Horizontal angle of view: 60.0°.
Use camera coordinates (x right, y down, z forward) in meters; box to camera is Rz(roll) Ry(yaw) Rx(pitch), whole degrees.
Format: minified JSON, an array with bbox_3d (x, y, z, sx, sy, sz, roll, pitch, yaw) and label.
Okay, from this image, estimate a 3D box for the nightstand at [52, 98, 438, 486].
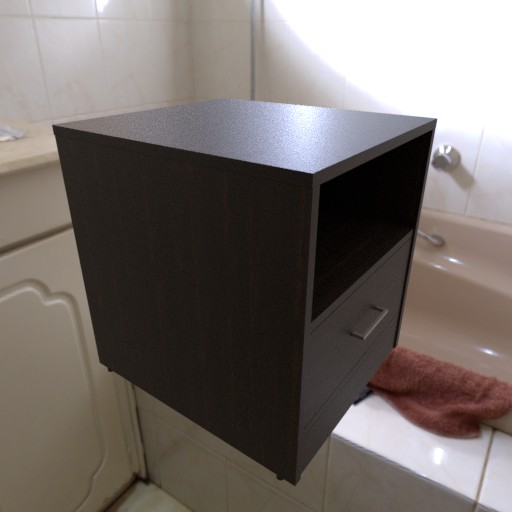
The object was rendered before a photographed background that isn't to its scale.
[{"bbox_3d":[0.000,0.000,0.784,0.461,0.460,0.400,18,32,32],"label":"nightstand"}]
